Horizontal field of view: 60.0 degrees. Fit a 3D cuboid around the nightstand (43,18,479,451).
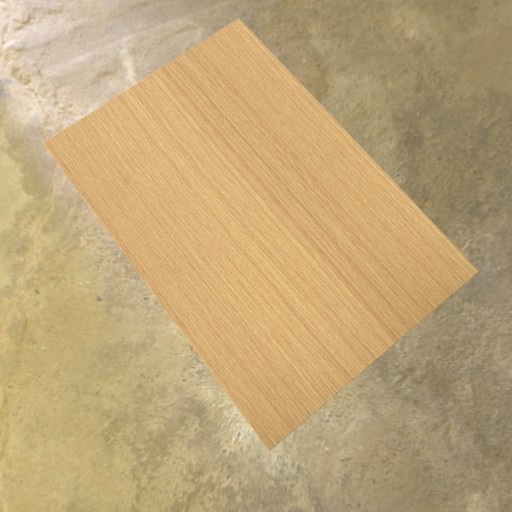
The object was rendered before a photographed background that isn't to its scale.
[{"bbox_3d":[0.000,0.000,0.965,0.407,0.610,0.571,-37,78,-10],"label":"nightstand"}]
